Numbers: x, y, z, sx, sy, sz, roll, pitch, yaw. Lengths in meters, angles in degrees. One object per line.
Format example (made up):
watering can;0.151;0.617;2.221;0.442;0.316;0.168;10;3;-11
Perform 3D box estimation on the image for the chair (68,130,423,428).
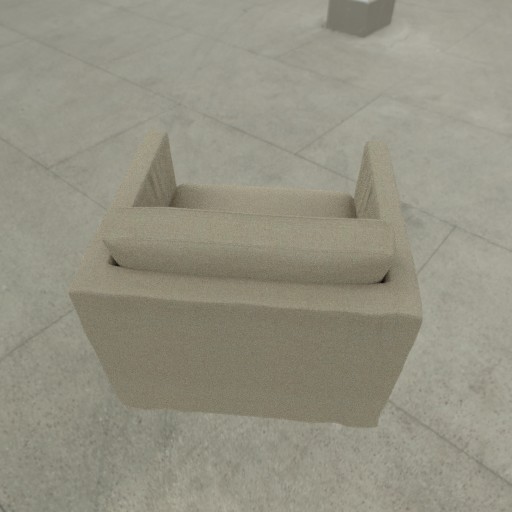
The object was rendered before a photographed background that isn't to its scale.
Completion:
chair;0.000;0.000;1.756;1.057;0.863;0.949;4;45;4
